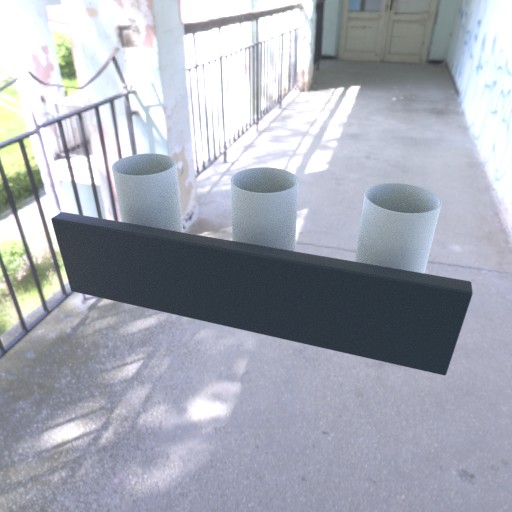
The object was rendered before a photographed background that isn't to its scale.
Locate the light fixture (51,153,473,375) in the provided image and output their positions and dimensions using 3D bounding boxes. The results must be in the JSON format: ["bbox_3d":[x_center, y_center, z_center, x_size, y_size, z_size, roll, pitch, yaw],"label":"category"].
[{"bbox_3d":[0.000,0.000,0.535,0.451,0.172,0.145,10,34,15],"label":"light fixture"}]
